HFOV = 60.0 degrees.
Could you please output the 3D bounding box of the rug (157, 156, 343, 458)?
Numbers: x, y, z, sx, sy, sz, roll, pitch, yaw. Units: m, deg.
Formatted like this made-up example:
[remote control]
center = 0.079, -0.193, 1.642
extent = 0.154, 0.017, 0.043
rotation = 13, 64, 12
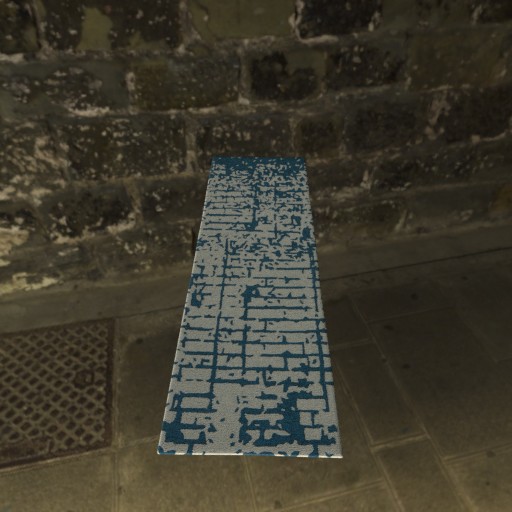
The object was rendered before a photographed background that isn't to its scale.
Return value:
[rug]
center = 0.000, 0.000, 2.698
extent = 0.750, 0.011, 2.435
rotation = 1, 41, 1
